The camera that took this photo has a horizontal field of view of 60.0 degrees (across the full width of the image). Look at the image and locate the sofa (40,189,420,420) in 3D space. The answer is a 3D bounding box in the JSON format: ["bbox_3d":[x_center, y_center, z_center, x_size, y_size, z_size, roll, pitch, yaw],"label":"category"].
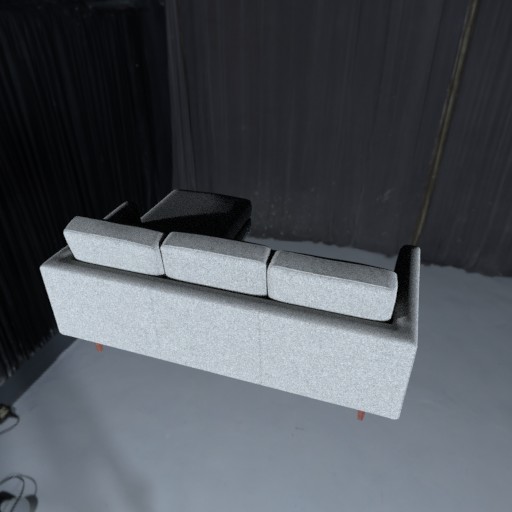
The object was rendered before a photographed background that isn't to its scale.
[{"bbox_3d":[0.000,0.000,3.015,2.055,0.957,1.667,10,34,15],"label":"sofa"}]
